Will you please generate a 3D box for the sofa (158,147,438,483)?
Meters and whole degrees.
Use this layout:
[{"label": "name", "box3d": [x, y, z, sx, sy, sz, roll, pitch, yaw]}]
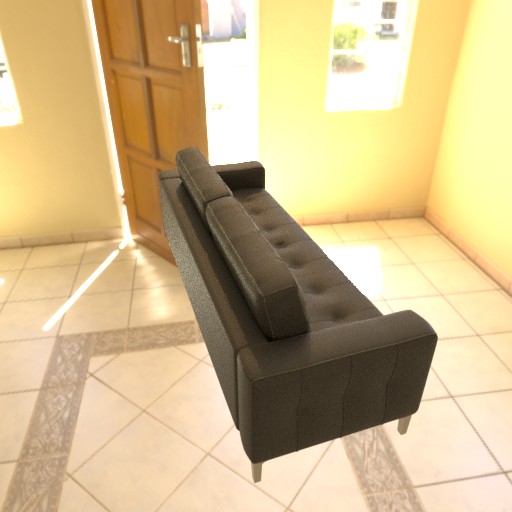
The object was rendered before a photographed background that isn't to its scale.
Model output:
[{"label": "sofa", "box3d": [0.000, 0.000, 2.679, 0.833, 0.893, 2.275, -10, 33, -16]}]
